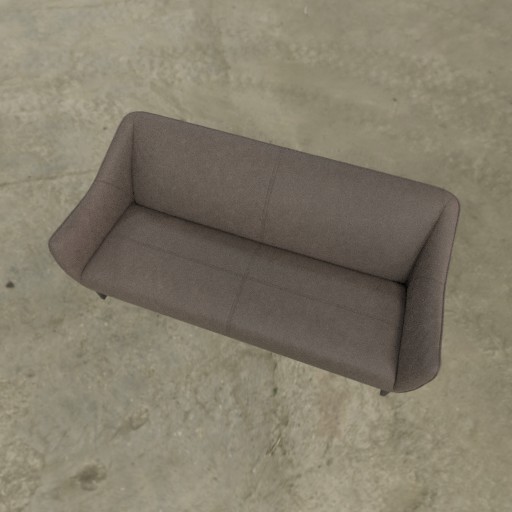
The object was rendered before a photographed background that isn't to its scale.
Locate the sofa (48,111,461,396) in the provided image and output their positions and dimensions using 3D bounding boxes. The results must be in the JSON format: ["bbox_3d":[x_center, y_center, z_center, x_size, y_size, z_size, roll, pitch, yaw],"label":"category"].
[{"bbox_3d":[0.000,0.000,2.384,1.928,0.831,0.869,17,60,10],"label":"sofa"}]
